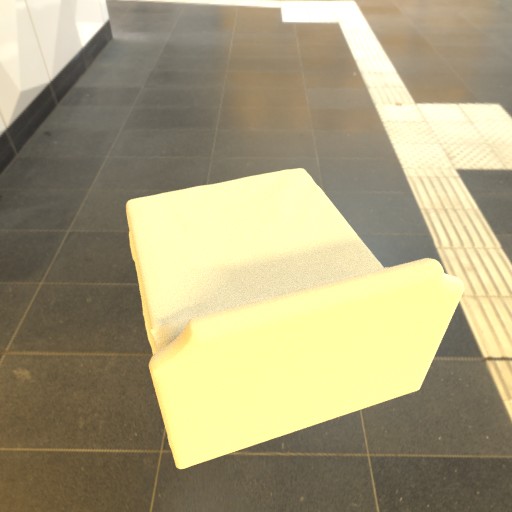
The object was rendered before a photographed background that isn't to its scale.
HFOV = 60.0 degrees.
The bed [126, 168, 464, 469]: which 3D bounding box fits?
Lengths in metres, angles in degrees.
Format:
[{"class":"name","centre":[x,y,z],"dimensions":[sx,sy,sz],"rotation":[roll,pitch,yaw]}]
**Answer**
[{"class":"bed","centre":[0.000,0.000,3.875],"dimensions":[2.134,1.524,2.548],"rotation":[-13,44,-14]}]
